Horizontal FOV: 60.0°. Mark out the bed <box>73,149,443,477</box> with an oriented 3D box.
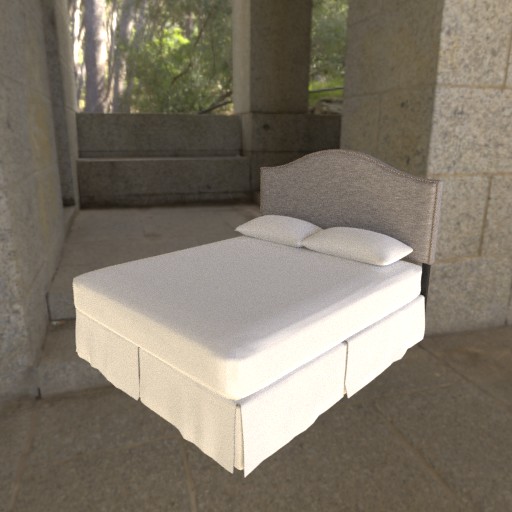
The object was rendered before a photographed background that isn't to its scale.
[{"bbox_3d":[0.000,0.000,2.869,1.610,1.295,1.870,15,21,42],"label":"bed"}]
